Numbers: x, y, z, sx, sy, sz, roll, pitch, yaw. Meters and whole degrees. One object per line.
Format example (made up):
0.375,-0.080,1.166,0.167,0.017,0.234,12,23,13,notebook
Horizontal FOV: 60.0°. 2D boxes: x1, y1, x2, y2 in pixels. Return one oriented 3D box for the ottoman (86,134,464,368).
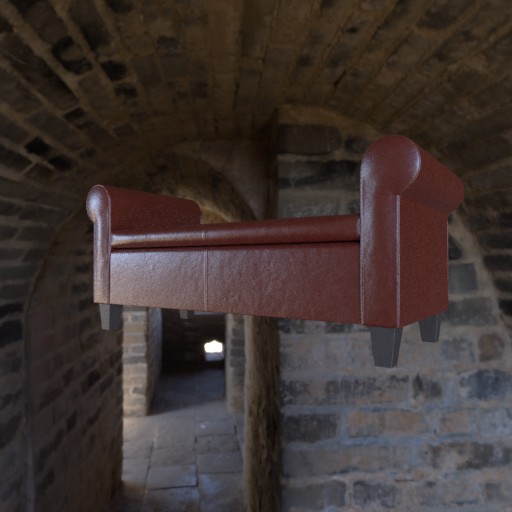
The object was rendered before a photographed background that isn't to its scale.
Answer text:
0.000,0.000,1.551,1.256,0.547,0.521,-1,-1,35,ottoman
